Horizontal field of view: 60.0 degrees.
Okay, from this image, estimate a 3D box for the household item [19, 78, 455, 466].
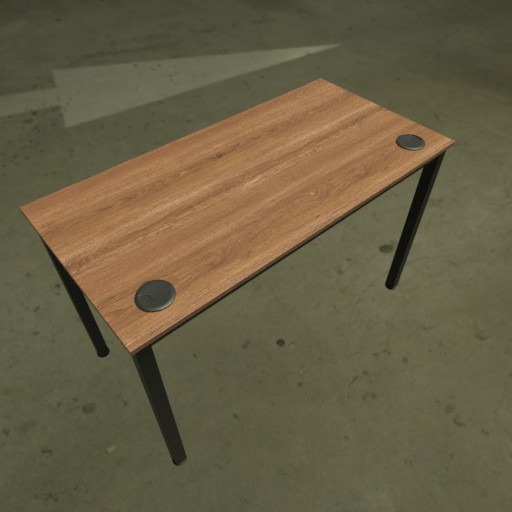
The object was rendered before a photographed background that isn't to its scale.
[{"bbox_3d":[0.000,0.000,1.599,1.200,0.750,0.600,-32,54,-27],"label":"household item"}]
